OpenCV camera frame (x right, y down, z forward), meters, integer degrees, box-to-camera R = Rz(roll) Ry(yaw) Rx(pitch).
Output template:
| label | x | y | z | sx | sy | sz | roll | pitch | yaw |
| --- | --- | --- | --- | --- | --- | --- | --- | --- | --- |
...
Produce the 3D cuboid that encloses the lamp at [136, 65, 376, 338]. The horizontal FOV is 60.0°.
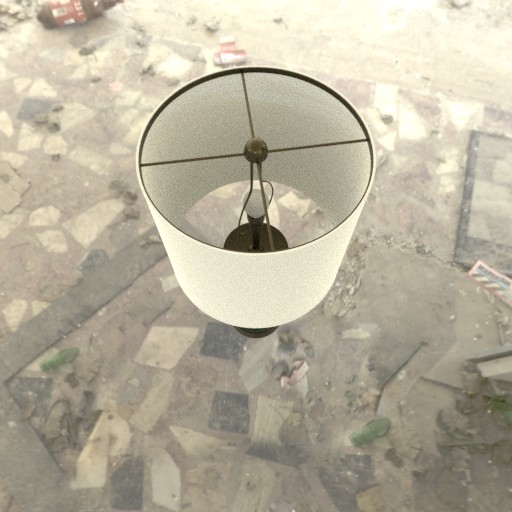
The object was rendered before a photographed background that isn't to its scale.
| label | x | y | z | sx | sy | sz | roll | pitch | yaw |
| --- | --- | --- | --- | --- | --- | --- | --- | --- | --- |
| lamp | 0.000 | 0.000 | 0.827 | 0.301 | 0.630 | 0.301 | 34 | 68 | 16 |
